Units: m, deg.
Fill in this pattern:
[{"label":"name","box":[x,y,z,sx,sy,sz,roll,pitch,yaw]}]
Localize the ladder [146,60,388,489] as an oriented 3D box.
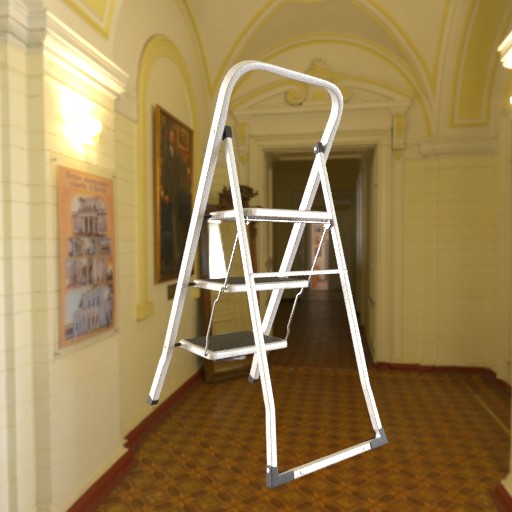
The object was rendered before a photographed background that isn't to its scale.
[{"label":"ladder","box":[0.000,0.000,1.402,0.460,1.050,0.711,-1,2,-35]}]
